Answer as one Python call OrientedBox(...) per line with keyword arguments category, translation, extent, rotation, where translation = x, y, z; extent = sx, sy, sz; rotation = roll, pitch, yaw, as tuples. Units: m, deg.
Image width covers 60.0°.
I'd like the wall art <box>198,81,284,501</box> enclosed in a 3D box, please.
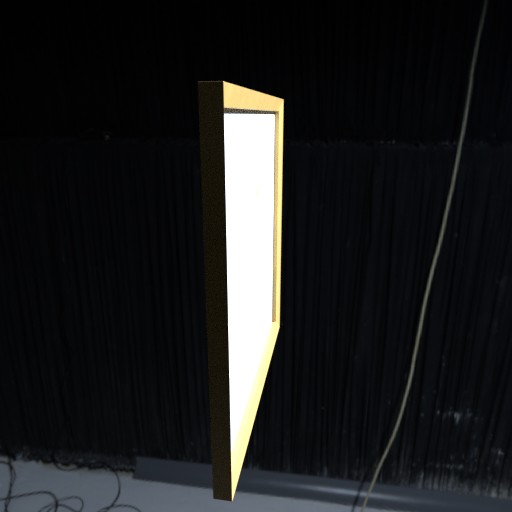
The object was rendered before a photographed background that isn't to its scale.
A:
OrientedBox(category="wall art", translation=(0.000, 0.000, 2.814), extent=(0.097, 1.936, 1.935), rotation=(3, 18, 9))
